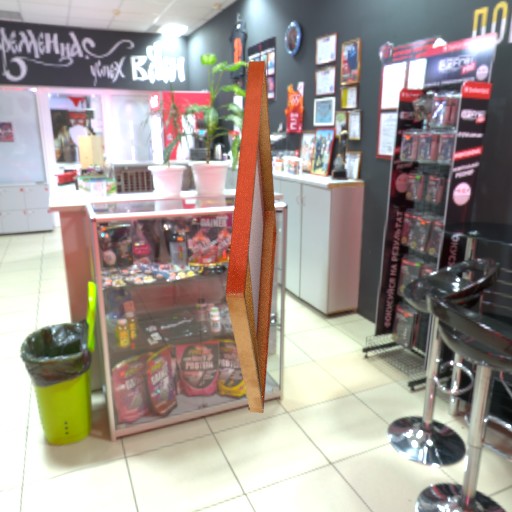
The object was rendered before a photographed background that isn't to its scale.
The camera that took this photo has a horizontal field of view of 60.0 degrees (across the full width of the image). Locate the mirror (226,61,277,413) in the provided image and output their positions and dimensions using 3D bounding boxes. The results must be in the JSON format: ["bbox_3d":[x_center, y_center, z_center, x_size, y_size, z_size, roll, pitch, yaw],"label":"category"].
[{"bbox_3d":[0.000,0.000,0.836,0.032,0.679,0.419,2,16,9],"label":"mirror"}]
